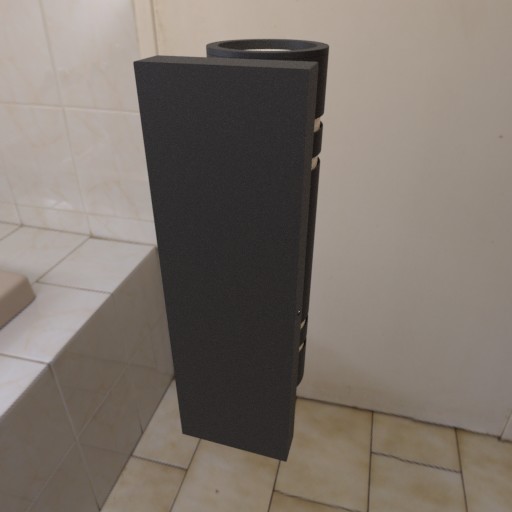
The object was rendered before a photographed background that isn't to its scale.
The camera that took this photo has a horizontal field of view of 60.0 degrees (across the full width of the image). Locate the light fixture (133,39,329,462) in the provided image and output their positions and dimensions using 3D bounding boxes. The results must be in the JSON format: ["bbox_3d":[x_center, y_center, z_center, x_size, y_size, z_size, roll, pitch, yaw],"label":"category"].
[{"bbox_3d":[0.000,0.000,0.389,0.105,0.330,0.149,9,32,14],"label":"light fixture"}]
